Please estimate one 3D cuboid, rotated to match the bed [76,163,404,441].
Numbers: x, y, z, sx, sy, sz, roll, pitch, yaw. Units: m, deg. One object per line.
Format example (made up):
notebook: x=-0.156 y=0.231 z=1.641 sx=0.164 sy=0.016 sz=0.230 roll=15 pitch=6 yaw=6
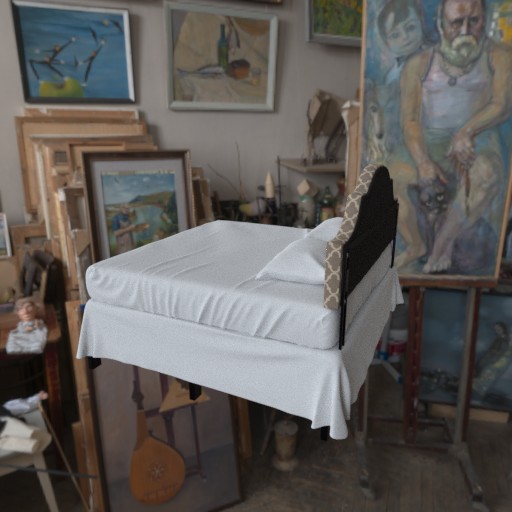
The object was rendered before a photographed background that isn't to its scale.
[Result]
bed: x=0.000 y=0.000 z=3.777 sx=2.222 sy=1.601 sz=2.314 roll=8 pitch=18 yaw=25
